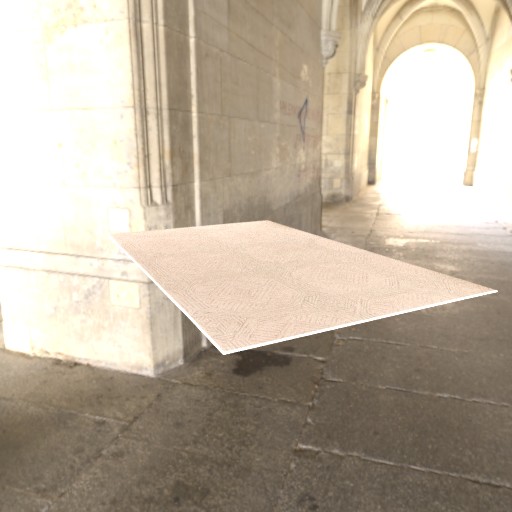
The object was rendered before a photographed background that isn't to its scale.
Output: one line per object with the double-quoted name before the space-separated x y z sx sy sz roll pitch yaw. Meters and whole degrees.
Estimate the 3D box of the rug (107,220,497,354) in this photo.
"rug" 0.000 0.000 2.976 1.524 0.008 2.440 -7 16 -26
